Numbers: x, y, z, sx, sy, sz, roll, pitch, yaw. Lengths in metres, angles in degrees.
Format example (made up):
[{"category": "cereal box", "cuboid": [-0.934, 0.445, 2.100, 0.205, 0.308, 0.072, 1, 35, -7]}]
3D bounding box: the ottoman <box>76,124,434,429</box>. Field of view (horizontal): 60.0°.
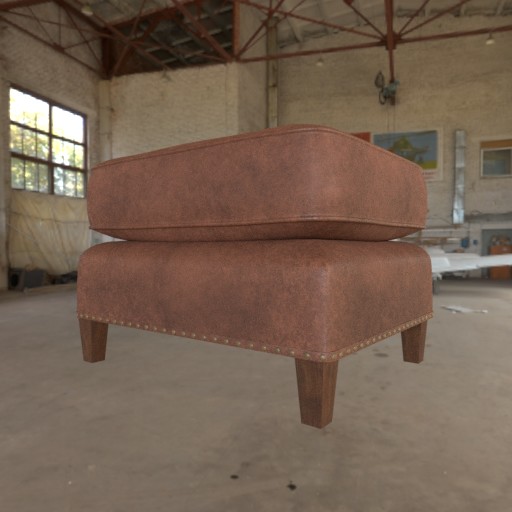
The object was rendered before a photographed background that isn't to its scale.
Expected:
[{"category": "ottoman", "cuboid": [0.000, 0.000, 1.137, 0.738, 0.537, 0.589, 1, 2, 37]}]
